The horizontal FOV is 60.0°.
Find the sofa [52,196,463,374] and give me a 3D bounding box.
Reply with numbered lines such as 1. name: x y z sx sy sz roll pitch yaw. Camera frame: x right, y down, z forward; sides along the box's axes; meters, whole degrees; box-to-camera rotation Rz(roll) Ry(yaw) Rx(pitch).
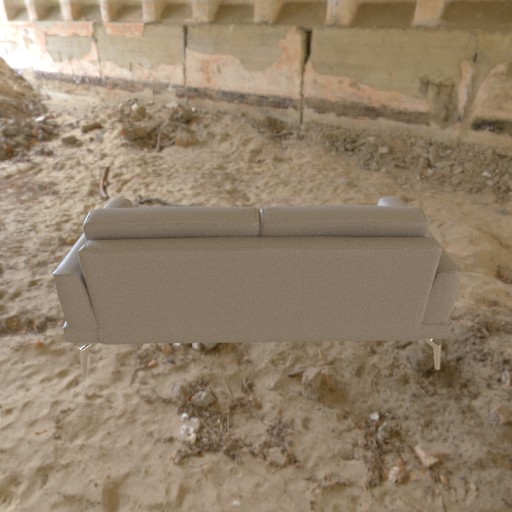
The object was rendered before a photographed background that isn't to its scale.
1. sofa: 0.000 0.000 2.795 2.177 0.930 1.121 0 28 -1
